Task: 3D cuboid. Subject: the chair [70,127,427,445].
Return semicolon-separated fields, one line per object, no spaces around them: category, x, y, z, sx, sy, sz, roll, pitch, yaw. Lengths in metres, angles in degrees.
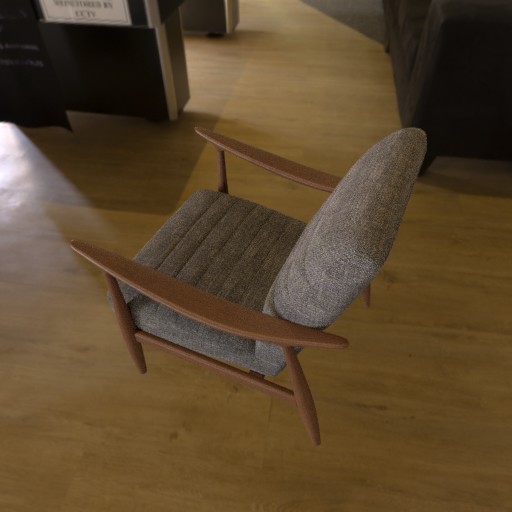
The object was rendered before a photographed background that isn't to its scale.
chair;0.000;0.000;1.420;0.798;0.832;0.741;18;48;17
